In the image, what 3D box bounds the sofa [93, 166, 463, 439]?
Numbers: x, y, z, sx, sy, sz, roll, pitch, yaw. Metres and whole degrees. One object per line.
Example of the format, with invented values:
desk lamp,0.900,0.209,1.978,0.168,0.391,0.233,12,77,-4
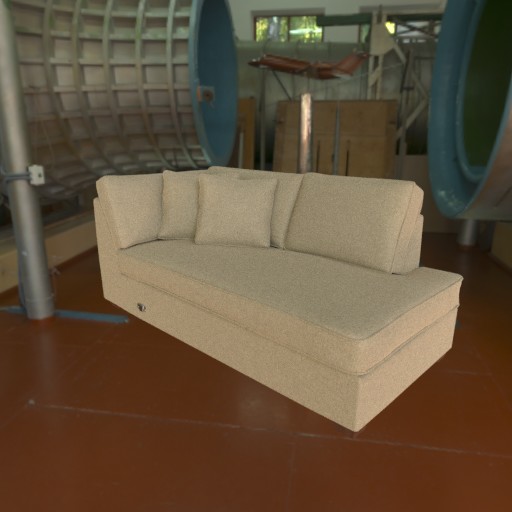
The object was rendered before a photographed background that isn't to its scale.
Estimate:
sofa,0.000,0.000,2.845,2.237,1.033,1.110,15,23,41
